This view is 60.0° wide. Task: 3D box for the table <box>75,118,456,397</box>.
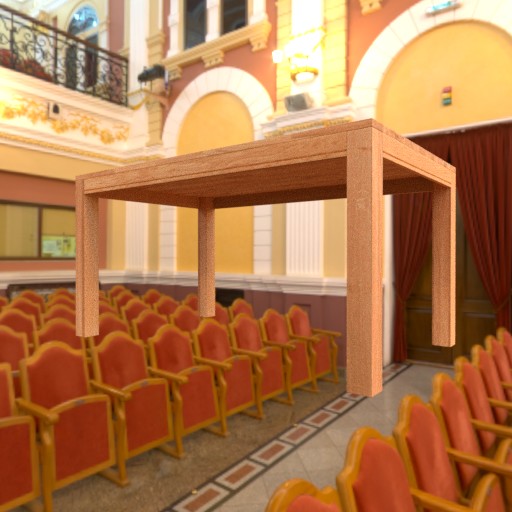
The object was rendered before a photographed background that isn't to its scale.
[{"bbox_3d":[0.000,0.000,2.033,1.500,0.770,0.900,0,1,38],"label":"table"}]
